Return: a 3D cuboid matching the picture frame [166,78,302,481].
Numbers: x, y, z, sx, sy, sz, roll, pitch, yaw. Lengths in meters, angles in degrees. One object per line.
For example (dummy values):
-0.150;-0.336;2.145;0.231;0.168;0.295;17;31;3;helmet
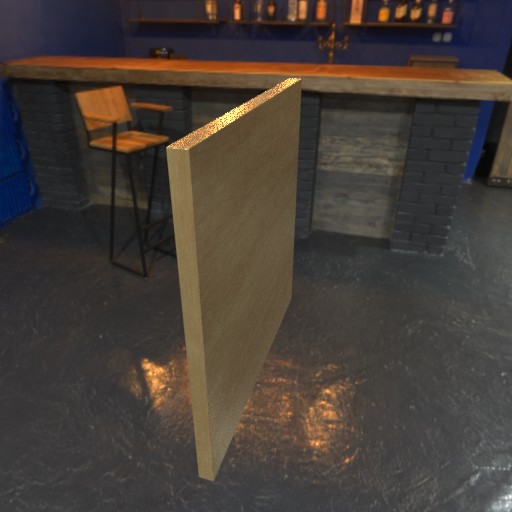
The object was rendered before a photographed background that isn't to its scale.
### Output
0.000;0.000;1.140;0.037;0.761;0.758;9;30;15;picture frame
